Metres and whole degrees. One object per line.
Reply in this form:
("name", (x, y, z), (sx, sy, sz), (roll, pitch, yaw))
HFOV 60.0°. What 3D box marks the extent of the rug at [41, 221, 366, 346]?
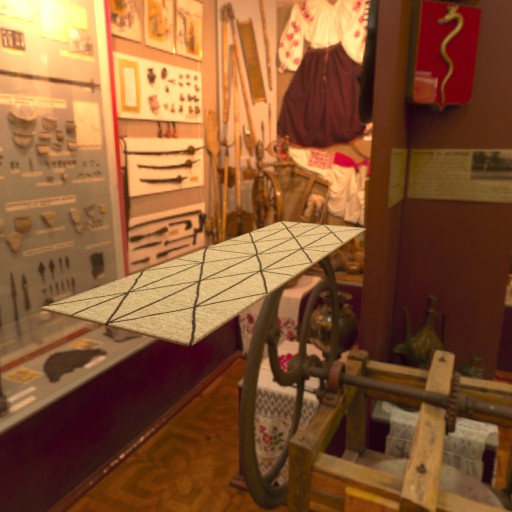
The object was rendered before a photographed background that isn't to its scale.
("rug", (0.000, 0.000, 2.730), (0.762, 0.012, 2.438), (7, 16, 27))
